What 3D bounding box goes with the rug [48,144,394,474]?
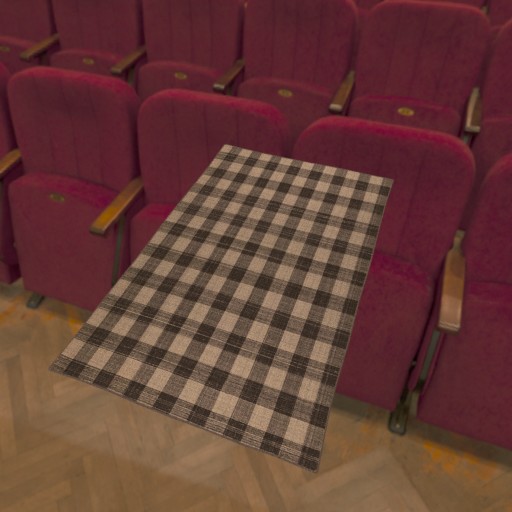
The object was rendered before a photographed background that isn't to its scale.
[{"bbox_3d":[0.000,0.000,3.085,1.554,0.011,2.476,15,48,14],"label":"rug"}]
